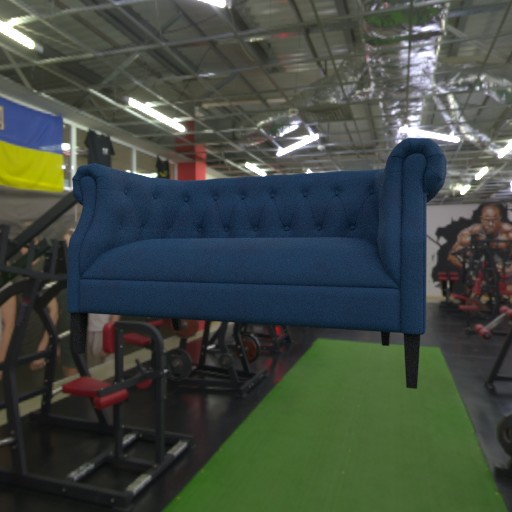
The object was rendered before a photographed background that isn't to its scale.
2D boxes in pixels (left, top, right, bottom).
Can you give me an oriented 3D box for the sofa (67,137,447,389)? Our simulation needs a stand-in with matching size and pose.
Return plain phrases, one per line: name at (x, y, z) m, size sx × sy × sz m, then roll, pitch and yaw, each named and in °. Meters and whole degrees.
sofa at (0.000, 0.000, 1.999) m, size 1.558 × 0.827 × 0.835 m, roll 0°, pitch 1°, yaw 20°
